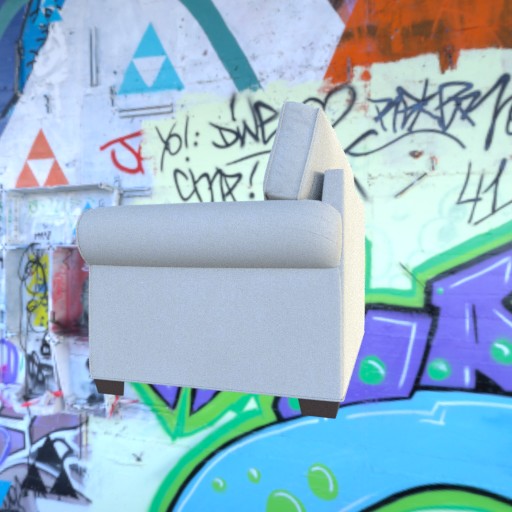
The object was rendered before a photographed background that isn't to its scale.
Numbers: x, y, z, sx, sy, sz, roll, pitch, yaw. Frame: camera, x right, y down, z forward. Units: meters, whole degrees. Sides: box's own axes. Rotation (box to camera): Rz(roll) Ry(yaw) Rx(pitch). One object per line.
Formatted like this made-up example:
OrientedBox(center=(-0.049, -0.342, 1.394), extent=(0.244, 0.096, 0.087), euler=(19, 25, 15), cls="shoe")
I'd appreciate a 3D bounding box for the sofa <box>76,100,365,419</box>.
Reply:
OrientedBox(center=(0.000, 0.000, 2.084), extent=(0.937, 1.006, 1.405), euler=(0, 1, 17), cls="sofa")
